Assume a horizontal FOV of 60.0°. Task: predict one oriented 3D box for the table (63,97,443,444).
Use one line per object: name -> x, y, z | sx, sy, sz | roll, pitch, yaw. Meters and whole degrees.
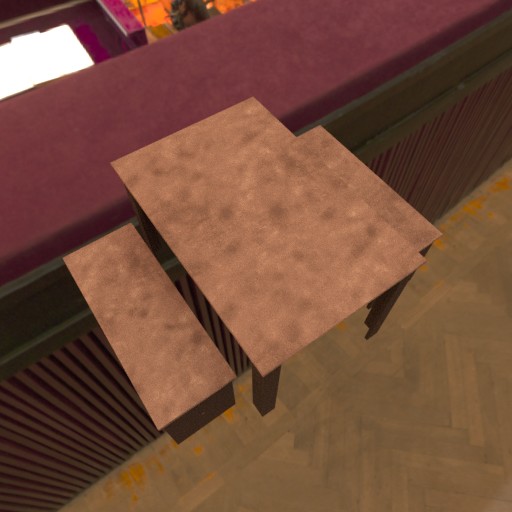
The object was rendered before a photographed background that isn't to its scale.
table -> 0.000, 0.000, 2.024 | 1.443, 0.700, 1.100 | -31, 63, -18
